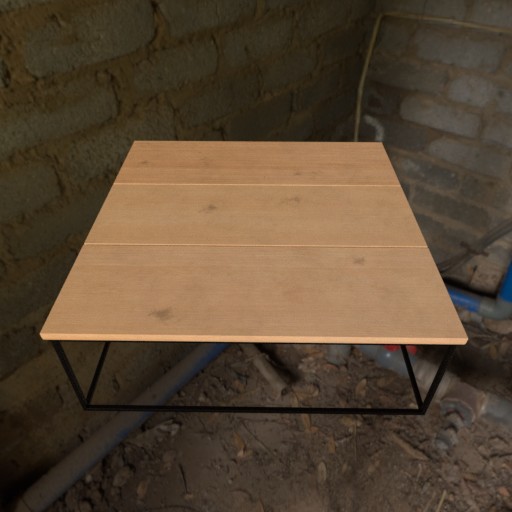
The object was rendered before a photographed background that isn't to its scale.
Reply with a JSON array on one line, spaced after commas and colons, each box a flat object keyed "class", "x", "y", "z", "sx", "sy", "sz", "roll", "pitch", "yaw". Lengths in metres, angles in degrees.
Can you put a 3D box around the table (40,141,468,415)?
[{"class": "table", "x": 0.000, "y": 0.000, "z": 1.684, "sx": 1.100, "sy": 0.400, "sz": 1.100, "roll": 1, "pitch": 41, "yaw": 1}]
